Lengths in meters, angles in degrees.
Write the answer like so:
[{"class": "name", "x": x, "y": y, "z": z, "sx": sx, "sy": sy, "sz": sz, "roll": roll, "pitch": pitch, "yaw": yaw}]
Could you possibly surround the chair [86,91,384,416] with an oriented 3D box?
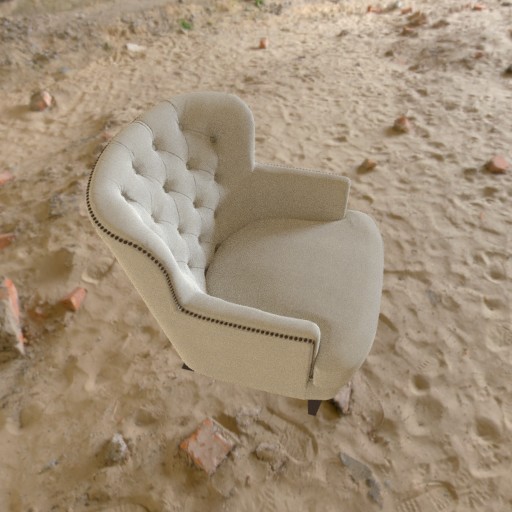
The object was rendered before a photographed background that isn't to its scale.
[{"class": "chair", "x": 0.000, "y": 0.000, "z": 1.587, "sx": 0.906, "sy": 0.868, "sz": 0.848, "roll": 11, "pitch": 46, "yaw": 11}]
